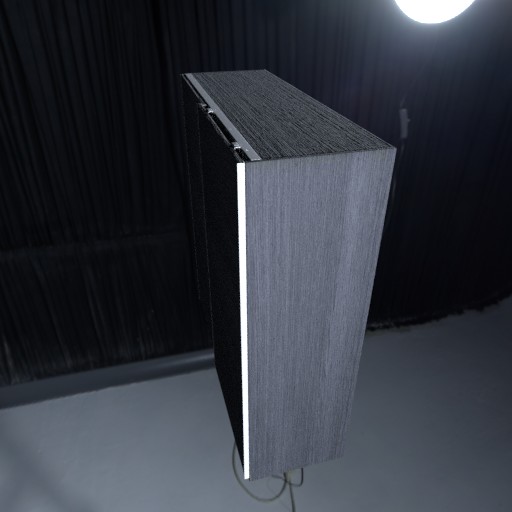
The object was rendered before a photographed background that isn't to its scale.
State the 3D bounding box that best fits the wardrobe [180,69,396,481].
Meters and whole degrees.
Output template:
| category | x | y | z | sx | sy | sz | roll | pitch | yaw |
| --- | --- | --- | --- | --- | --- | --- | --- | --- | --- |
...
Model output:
| category | x | y | z | sx | sy | sz | roll | pitch | yaw |
| --- | --- | --- | --- | --- | --- | --- | --- | --- | --- |
| wardrobe | 0.000 | 0.000 | 2.874 | 0.629 | 1.960 | 1.780 | -8 | 33 | -13 |
